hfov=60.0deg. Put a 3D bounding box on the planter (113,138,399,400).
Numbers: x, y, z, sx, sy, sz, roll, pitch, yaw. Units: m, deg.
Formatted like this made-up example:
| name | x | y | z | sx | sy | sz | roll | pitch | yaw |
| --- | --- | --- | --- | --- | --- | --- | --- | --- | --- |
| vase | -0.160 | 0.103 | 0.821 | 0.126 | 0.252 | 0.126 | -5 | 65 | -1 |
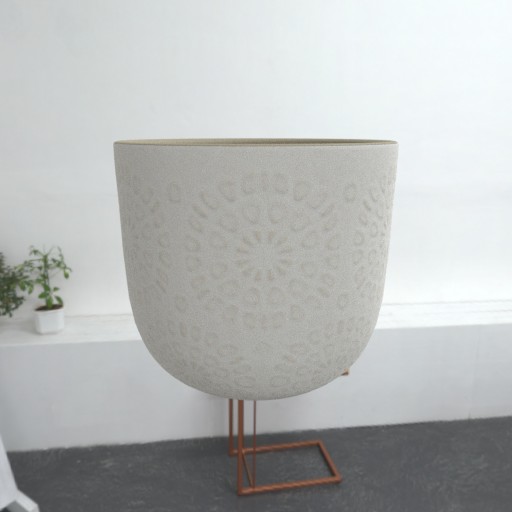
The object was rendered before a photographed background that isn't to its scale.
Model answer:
| name | x | y | z | sx | sy | sz | roll | pitch | yaw |
| --- | --- | --- | --- | --- | --- | --- | --- | --- | --- |
| planter | 0.000 | 0.000 | 0.216 | 0.124 | 0.109 | 0.124 | 0 | 16 | 0 |
